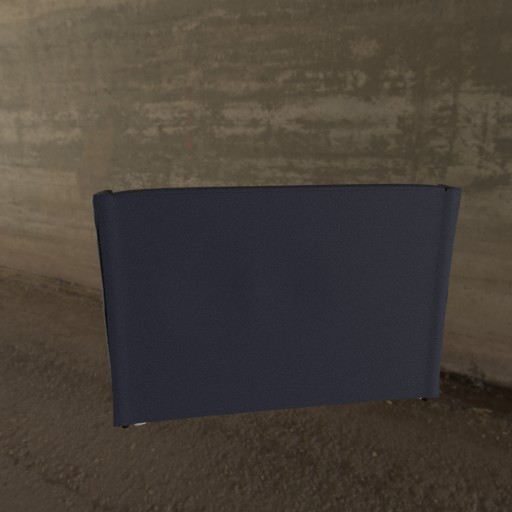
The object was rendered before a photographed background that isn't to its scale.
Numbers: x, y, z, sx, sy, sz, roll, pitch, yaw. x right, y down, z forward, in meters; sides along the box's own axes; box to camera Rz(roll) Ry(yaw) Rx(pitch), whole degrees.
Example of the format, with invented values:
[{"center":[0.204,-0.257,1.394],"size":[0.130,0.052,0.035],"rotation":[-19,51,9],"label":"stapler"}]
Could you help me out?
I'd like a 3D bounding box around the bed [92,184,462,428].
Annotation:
[{"center":[0.000,0.000,3.464],"size":[1.925,1.332,2.276],"rotation":[-2,16,-8],"label":"bed"}]
